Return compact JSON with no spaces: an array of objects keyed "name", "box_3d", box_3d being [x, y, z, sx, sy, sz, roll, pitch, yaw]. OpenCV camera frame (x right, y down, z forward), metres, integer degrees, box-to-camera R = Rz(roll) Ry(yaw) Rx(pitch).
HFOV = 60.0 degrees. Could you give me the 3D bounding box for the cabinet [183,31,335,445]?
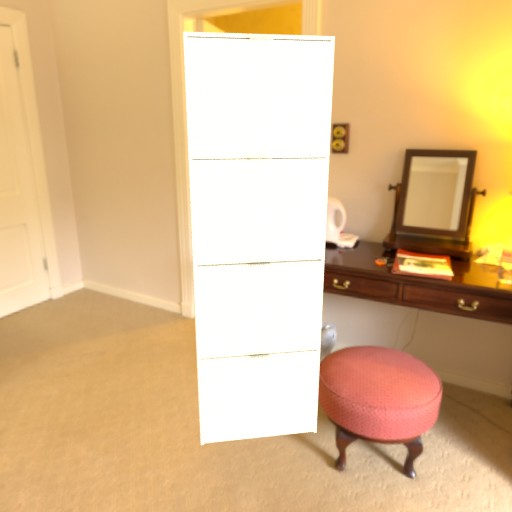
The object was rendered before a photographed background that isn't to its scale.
[{"name":"cabinet","box_3d":[0.000,0.000,1.833,0.520,1.630,0.255,-3,17,-9]}]
